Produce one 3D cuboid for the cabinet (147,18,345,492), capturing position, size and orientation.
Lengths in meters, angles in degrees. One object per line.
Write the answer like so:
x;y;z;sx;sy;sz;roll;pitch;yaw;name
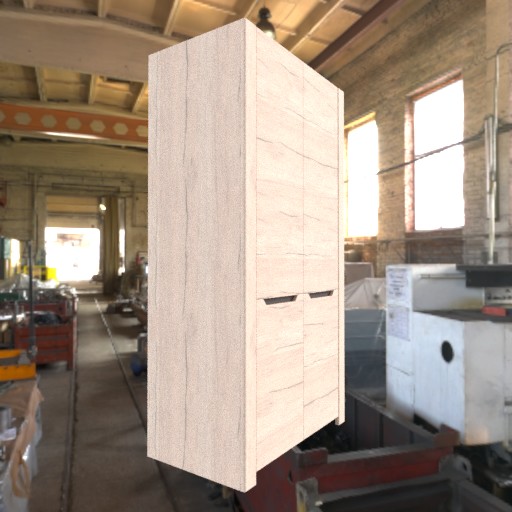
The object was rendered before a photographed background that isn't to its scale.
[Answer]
0.000;0.000;2.360;0.580;1.930;0.980;0;-1;35;cabinet
